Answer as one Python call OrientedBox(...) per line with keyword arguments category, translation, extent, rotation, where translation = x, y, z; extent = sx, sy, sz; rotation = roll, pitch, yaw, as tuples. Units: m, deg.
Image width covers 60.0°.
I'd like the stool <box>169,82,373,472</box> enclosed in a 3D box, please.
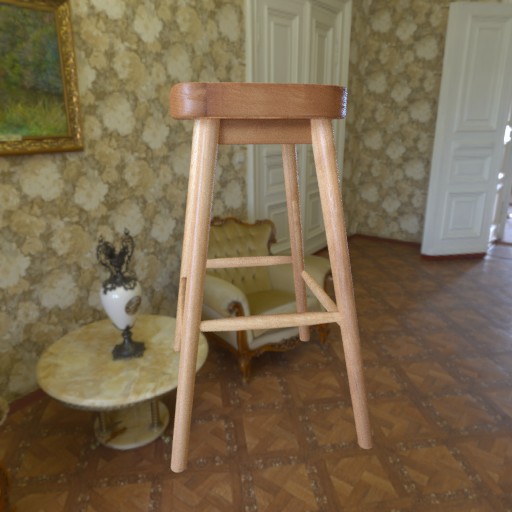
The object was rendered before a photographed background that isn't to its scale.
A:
OrientedBox(category="stool", translation=(0.000, 0.000, 0.885), extent=(0.361, 0.615, 0.440), rotation=(-3, 17, -9))
